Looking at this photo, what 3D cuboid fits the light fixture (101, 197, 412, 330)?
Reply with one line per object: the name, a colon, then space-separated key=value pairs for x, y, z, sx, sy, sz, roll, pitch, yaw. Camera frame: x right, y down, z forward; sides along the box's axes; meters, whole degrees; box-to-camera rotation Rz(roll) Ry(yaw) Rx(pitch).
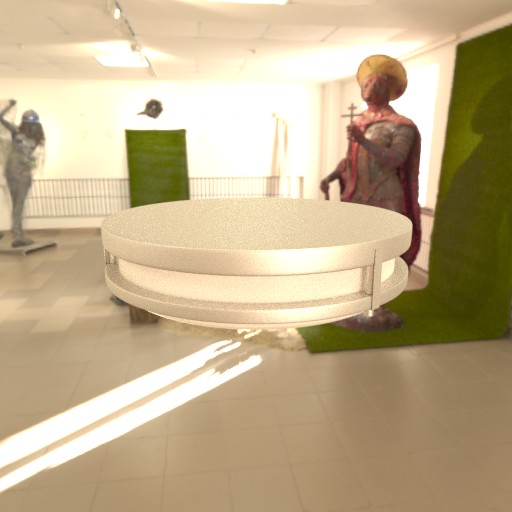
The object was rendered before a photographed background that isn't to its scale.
light fixture: x=0.000 y=0.000 z=0.544 sx=0.356 sy=0.102 sz=0.356 roll=0 pitch=14 yaw=0
